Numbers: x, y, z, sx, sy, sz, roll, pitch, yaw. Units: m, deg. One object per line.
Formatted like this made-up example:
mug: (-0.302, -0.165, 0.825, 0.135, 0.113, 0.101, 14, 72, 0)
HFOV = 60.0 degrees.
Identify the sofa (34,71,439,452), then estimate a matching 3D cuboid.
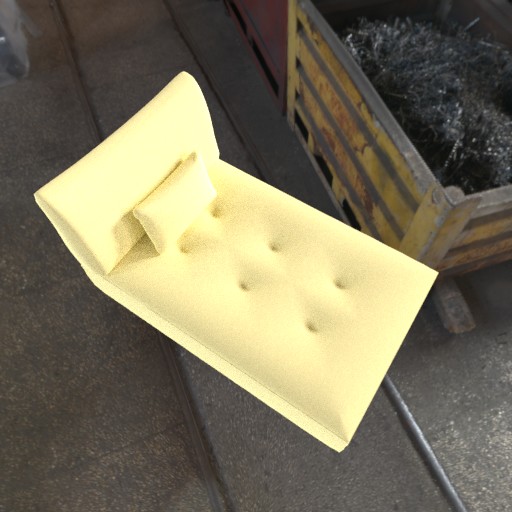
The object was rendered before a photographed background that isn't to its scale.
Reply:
sofa: (0.000, 0.000, 1.984, 1.450, 0.820, 0.930, 30, 63, 17)
